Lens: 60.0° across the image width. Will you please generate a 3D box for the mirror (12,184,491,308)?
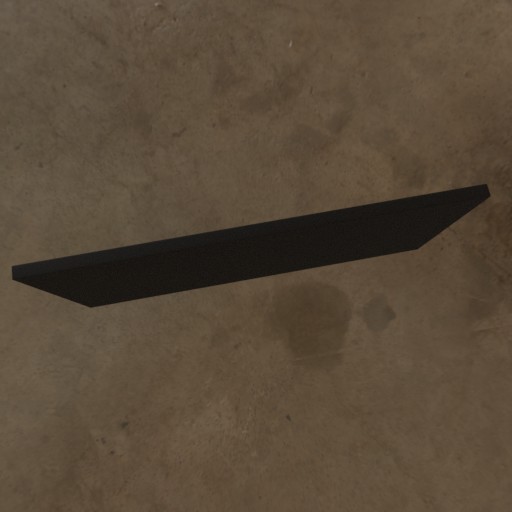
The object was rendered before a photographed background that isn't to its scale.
[{"bbox_3d":[0.000,0.000,1.783,1.584,0.692,0.047,-10,76,-2],"label":"mirror"}]
